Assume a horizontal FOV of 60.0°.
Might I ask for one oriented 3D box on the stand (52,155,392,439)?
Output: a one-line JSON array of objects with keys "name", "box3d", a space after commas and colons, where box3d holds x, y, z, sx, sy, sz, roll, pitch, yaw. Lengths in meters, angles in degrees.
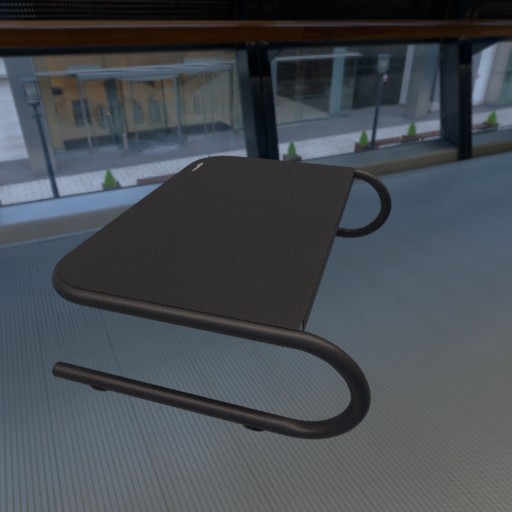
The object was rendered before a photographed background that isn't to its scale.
[{"name": "stand", "box3d": [0.000, 0.000, 0.498, 0.280, 0.108, 0.370, 9, 31, 15]}]
